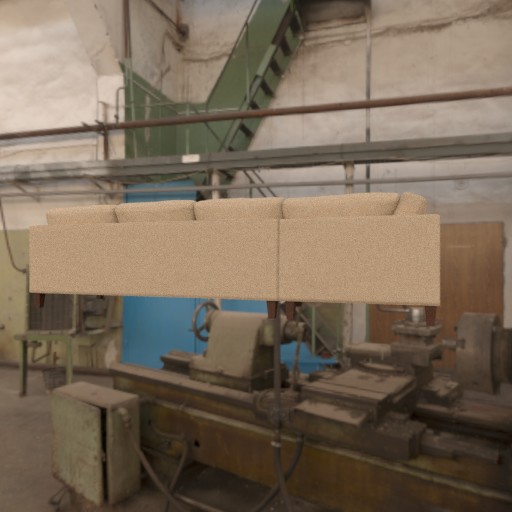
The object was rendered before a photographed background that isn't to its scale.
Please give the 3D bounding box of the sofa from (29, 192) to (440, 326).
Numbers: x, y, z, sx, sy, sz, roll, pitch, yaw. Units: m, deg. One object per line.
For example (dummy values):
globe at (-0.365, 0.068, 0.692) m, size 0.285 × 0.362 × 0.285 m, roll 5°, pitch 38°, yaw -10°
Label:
sofa at (0.000, 0.000, 4.311) m, size 3.182 × 0.863 × 2.432 m, roll 0°, pitch 0°, yaw 19°
